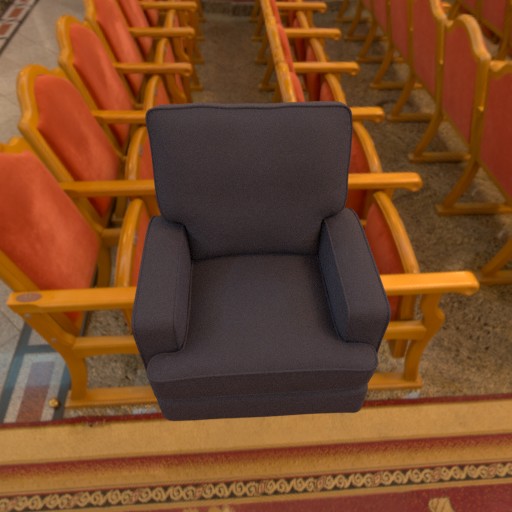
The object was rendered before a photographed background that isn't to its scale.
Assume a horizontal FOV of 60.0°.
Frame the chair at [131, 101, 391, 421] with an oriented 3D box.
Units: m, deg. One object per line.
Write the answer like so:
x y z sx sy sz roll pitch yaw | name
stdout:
0.000 0.000 1.703 0.861 0.962 0.964 -3 47 -2 | chair
